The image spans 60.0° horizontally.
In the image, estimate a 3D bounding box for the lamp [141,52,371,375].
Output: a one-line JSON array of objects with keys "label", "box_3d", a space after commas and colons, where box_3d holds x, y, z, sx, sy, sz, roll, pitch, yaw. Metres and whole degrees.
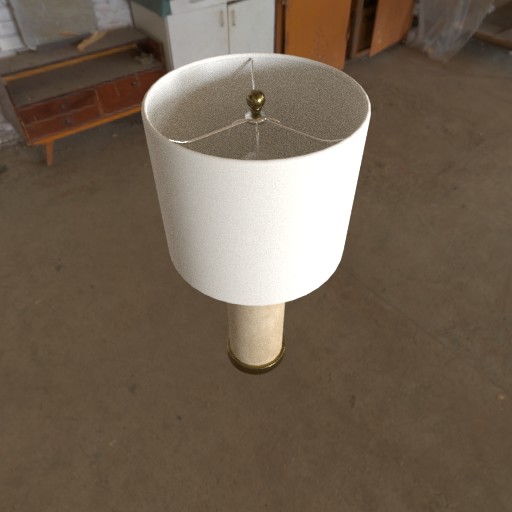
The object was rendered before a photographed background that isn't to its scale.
[{"label": "lamp", "box_3d": [0.000, 0.000, 0.816, 0.305, 0.634, 0.305, -3, 46, -3]}]
